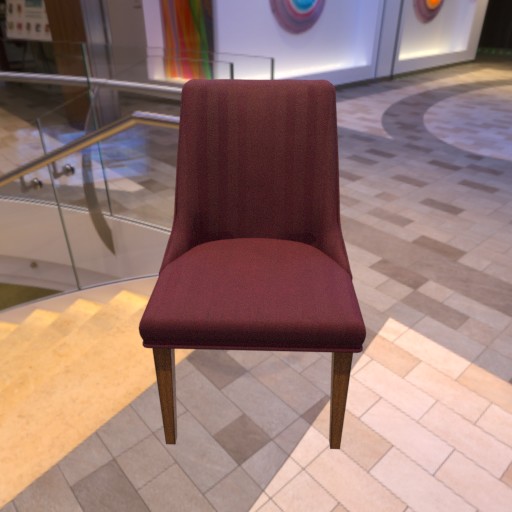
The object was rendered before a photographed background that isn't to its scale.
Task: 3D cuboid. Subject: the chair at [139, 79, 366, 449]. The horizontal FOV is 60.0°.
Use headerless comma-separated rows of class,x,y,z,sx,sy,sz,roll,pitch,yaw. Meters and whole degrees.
chair,0.000,0.000,1.312,0.548,0.916,0.638,1,31,2
